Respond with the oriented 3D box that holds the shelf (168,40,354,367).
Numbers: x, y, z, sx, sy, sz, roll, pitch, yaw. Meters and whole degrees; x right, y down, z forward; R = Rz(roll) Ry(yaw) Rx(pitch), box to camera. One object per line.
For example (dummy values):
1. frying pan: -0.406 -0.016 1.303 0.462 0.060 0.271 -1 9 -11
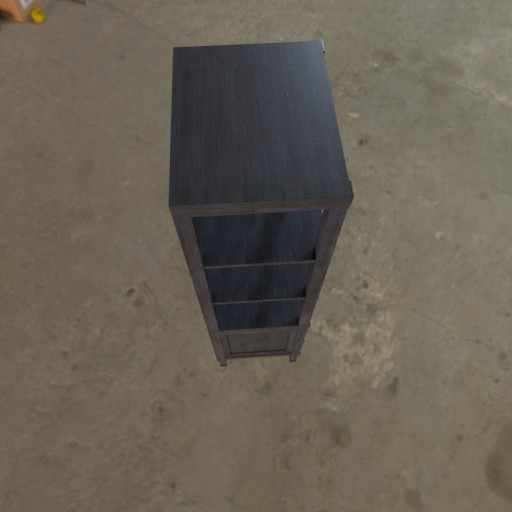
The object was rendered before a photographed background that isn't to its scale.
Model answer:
1. shelf: 0.000 0.000 2.001 0.472 1.727 0.584 -3 63 -2
